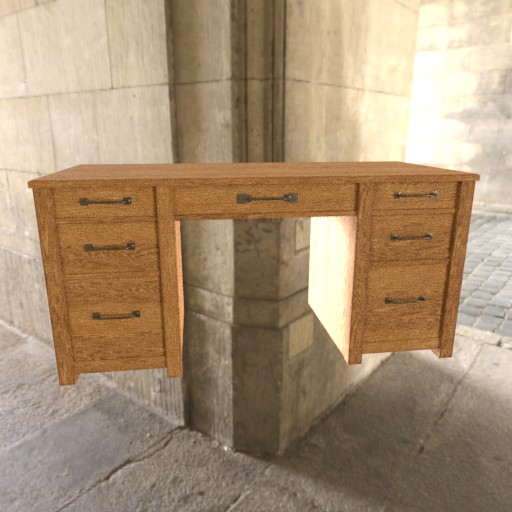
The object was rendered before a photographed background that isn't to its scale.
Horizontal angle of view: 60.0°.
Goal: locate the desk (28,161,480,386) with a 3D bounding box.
[{"bbox_3d":[0.000,0.000,1.938,1.567,0.751,0.685,-2,16,-8],"label":"desk"}]
